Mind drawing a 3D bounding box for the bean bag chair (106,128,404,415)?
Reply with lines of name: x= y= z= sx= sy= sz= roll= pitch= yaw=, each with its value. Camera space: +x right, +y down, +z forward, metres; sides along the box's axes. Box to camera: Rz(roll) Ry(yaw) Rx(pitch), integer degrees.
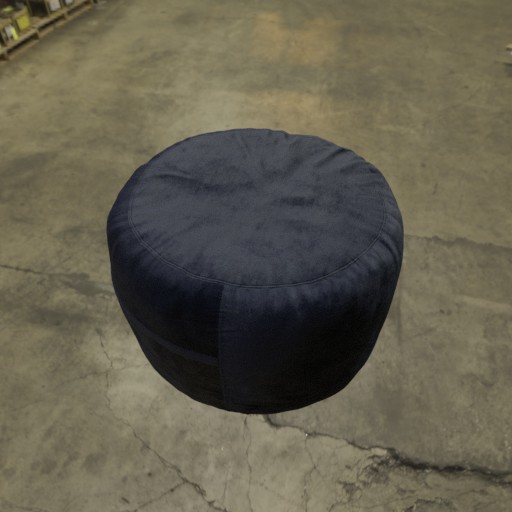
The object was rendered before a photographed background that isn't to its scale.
bean bag chair: x=0.000 y=0.000 z=1.980 sx=1.219 sy=0.762 sz=1.219 roll=0 pitch=46 yaw=0
